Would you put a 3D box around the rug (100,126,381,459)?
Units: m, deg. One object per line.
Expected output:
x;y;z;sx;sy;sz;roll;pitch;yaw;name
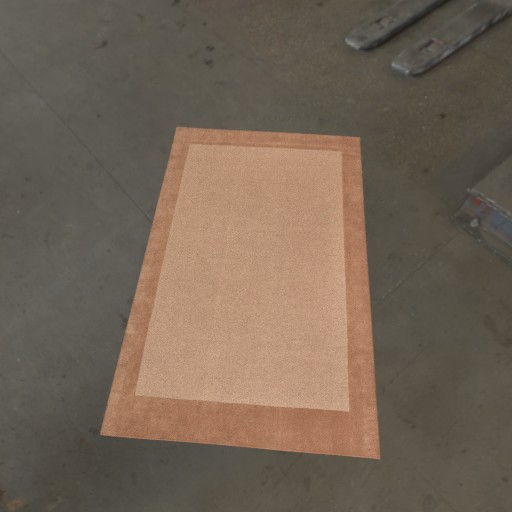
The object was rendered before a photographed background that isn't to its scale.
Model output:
0.000;0.000;3.037;1.524;0.014;2.438;4;58;2;rug
